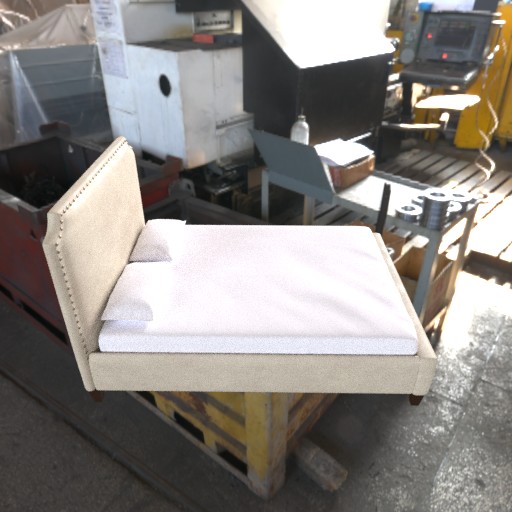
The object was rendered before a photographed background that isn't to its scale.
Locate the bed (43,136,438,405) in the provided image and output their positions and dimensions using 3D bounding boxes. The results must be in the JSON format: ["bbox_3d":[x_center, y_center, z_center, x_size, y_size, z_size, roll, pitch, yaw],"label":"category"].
[{"bbox_3d":[0.000,0.000,3.429,2.372,1.443,1.712,0,32,1],"label":"bed"}]
